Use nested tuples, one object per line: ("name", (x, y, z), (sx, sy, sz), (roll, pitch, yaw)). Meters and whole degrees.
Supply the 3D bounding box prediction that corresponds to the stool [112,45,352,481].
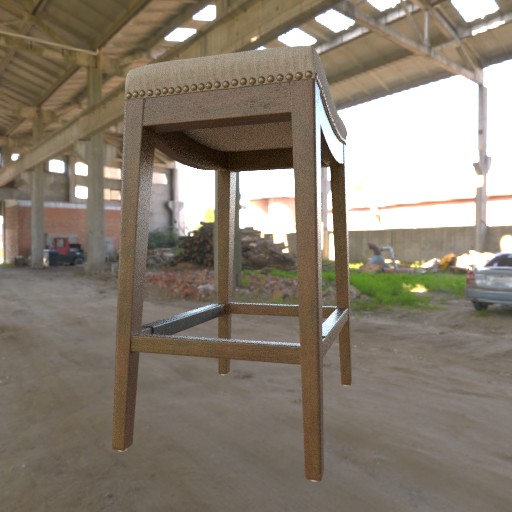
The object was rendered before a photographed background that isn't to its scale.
("stool", (0.000, 0.000, 0.936), (0.356, 0.660, 0.508), (0, 1, 17))
